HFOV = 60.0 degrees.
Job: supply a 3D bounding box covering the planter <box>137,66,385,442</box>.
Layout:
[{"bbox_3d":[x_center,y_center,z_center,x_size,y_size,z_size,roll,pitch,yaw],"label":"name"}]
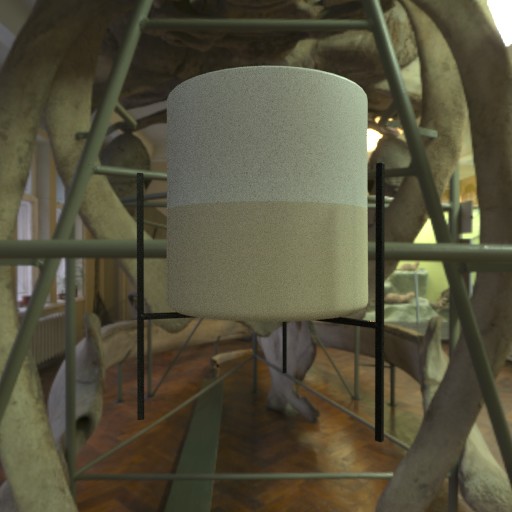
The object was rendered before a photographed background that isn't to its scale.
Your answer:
[{"bbox_3d":[0.000,0.000,0.549,0.263,0.362,0.267,0,1,1],"label":"planter"}]
